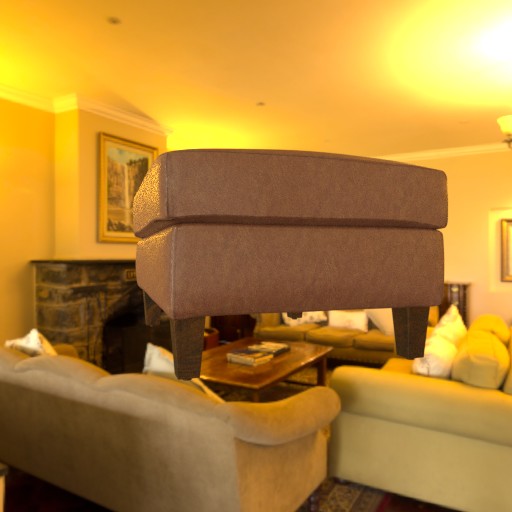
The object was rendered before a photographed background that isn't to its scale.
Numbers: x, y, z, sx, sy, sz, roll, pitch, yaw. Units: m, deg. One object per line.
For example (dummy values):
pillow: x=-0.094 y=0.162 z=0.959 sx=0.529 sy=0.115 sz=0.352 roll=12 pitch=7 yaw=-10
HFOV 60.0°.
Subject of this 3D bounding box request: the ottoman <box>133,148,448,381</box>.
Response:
ottoman: x=0.000 y=0.000 z=1.277 sx=0.650 sy=0.485 sz=0.851 roll=0 pitch=0 yaw=-19
